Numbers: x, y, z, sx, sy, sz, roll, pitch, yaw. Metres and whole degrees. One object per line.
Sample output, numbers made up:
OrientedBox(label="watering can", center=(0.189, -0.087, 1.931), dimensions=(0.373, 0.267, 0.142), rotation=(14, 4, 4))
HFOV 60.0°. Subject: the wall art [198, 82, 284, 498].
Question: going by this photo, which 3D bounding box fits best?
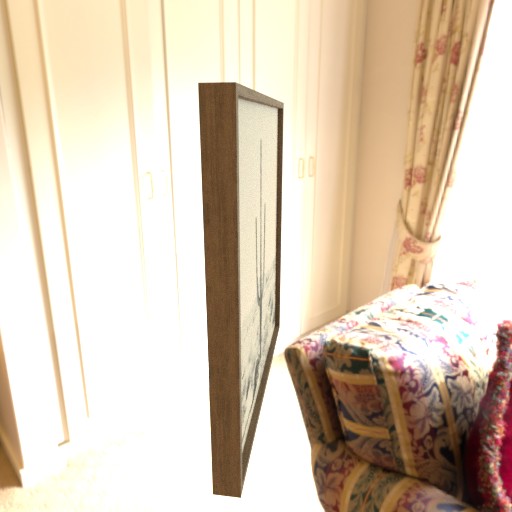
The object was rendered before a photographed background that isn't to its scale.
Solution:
OrientedBox(label="wall art", center=(0.000, 0.000, 0.749), dimensions=(0.038, 0.508, 0.508), rotation=(3, 17, 8))
